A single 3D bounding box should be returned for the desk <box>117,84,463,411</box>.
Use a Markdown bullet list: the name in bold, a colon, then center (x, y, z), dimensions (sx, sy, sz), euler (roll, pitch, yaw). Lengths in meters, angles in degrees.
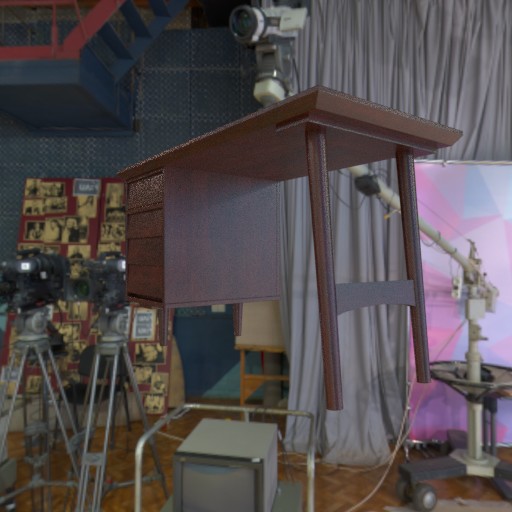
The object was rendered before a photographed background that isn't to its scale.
- **desk**: center (0.000, 0.000, 1.671), dimensions (0.612, 0.758, 1.277), euler (0, 0, -37)
